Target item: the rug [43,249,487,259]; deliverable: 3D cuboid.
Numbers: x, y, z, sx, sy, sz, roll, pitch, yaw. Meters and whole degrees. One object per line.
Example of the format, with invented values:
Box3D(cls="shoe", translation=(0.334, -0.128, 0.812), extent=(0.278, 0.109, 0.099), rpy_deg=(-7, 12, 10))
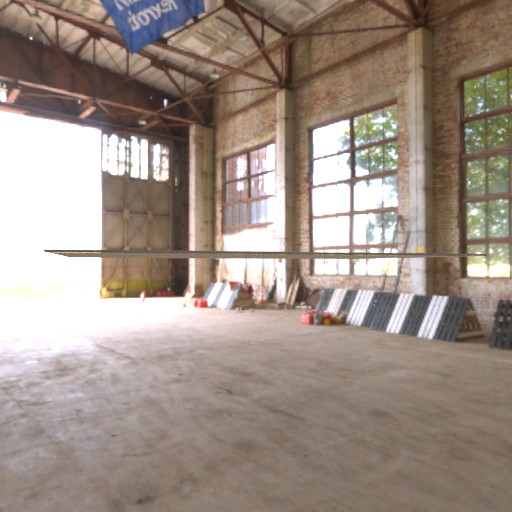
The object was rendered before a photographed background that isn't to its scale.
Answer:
Box3D(cls="rug", translation=(0.000, 0.000, 3.000), extent=(2.438, 0.014, 1.524), rpy_deg=(0, -1, -19))
